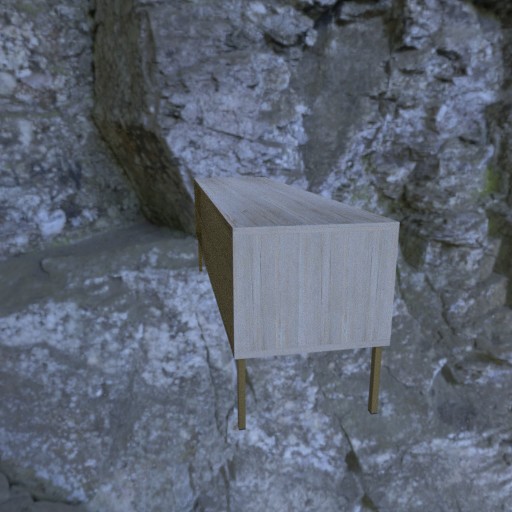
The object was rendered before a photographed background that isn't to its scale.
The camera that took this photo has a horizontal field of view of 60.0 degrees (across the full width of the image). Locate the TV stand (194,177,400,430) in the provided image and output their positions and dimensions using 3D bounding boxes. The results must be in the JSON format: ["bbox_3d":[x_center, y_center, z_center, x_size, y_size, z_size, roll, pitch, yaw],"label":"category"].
[{"bbox_3d":[0.000,0.000,1.895,0.420,0.550,1.600,-3,14,-11],"label":"TV stand"}]
